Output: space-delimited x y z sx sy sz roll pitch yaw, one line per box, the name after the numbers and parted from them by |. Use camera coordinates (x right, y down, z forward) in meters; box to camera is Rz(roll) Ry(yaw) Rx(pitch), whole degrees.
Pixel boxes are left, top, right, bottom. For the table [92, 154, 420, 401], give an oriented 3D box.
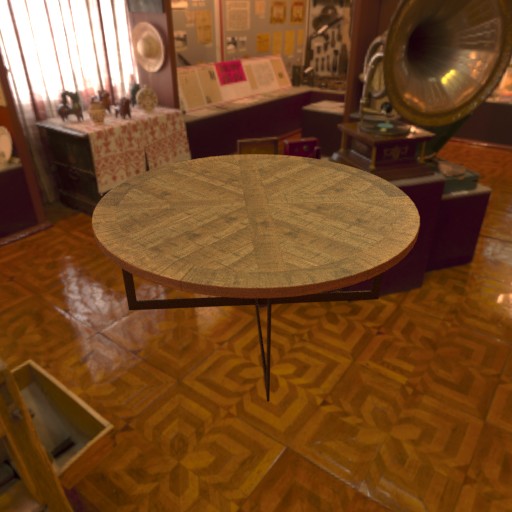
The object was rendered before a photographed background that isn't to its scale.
0.000 0.000 1.918 1.264 0.516 1.264 0 30 0 | table
